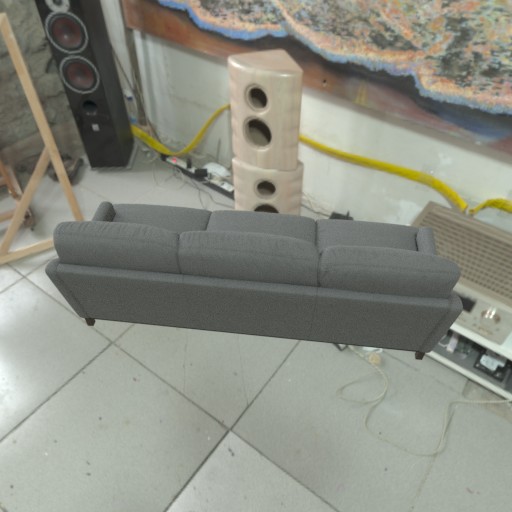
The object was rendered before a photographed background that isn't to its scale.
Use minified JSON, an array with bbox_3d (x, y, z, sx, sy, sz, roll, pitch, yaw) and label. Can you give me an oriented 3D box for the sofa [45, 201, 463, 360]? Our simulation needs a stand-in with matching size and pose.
[{"bbox_3d":[0.000,0.000,2.927,2.344,0.926,0.987,5,46,5],"label":"sofa"}]
